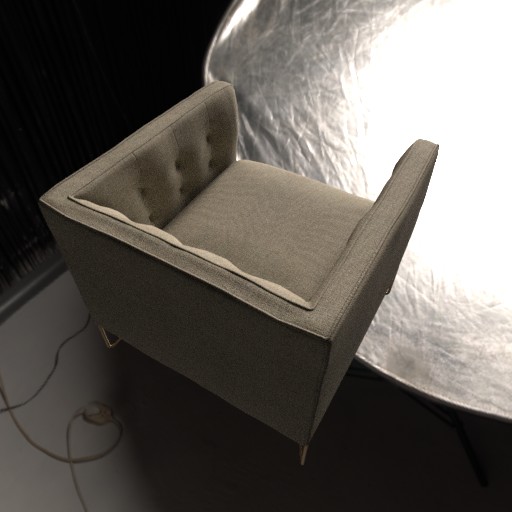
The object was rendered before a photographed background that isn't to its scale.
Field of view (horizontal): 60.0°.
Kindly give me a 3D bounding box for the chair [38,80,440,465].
[{"bbox_3d":[0.000,0.000,1.616,0.920,0.799,0.912,24,51,21],"label":"chair"}]
